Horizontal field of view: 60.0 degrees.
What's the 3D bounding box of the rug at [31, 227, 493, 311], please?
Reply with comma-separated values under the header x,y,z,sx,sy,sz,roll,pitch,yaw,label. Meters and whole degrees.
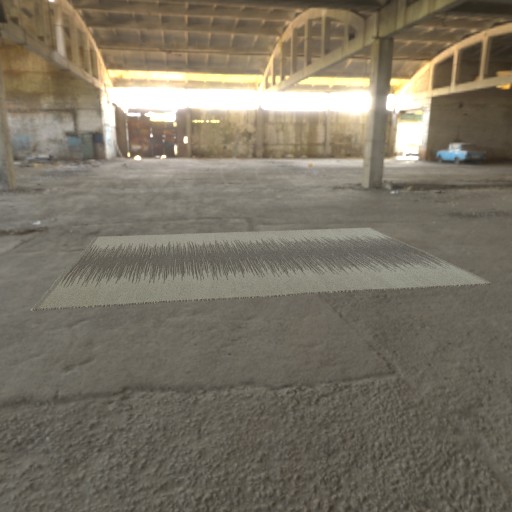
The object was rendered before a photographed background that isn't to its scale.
x,y,z,sx,sy,sz,roll,pitch,yaw,label
0.000,0.000,2.288,1.815,0.007,1.226,-2,15,-9,rug
